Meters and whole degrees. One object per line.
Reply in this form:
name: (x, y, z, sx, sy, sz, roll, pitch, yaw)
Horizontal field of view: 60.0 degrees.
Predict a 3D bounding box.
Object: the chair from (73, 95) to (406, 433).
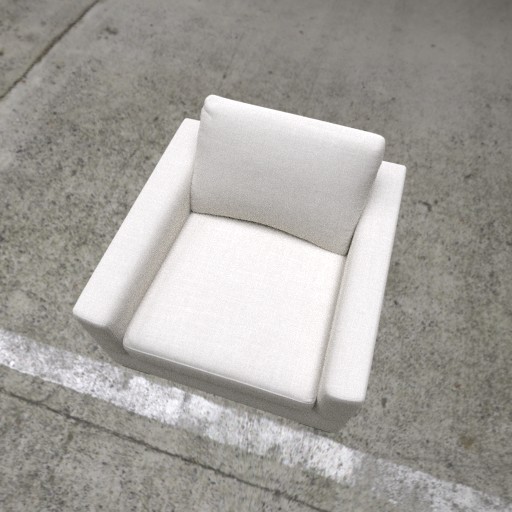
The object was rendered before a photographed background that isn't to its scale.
chair: (0.000, 0.000, 1.912, 1.070, 0.876, 1.100, 15, 59, 9)
